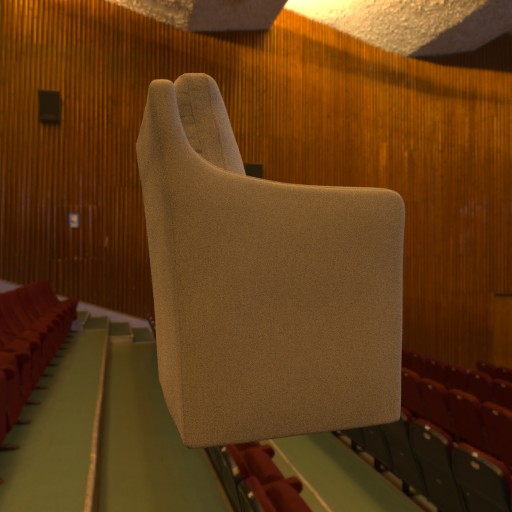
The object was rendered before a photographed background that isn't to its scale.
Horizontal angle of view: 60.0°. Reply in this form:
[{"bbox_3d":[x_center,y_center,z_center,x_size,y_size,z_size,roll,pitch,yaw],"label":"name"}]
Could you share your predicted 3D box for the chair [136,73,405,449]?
[{"bbox_3d":[0.000,0.000,1.380,0.694,0.914,0.626,0,0,-18],"label":"chair"}]
